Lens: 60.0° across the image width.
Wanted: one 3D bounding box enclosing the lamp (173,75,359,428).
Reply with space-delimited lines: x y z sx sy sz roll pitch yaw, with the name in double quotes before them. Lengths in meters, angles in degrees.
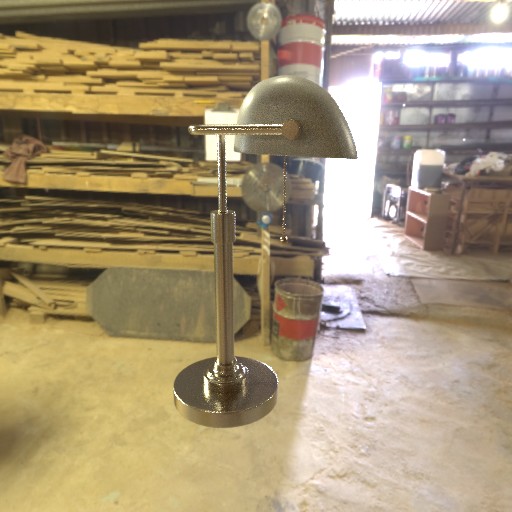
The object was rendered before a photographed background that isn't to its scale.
"lamp" 0.000 0.000 0.555 0.227 0.404 0.269 2 16 8
